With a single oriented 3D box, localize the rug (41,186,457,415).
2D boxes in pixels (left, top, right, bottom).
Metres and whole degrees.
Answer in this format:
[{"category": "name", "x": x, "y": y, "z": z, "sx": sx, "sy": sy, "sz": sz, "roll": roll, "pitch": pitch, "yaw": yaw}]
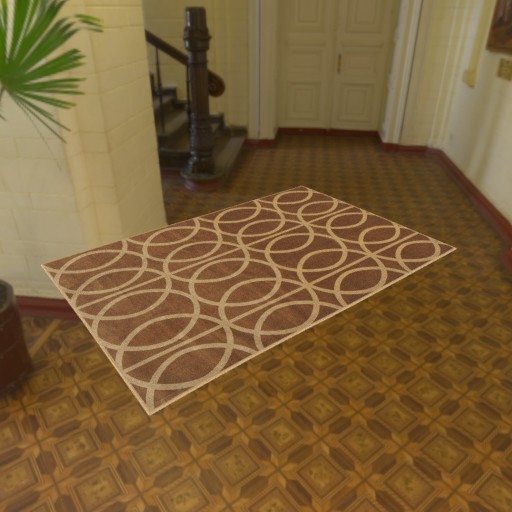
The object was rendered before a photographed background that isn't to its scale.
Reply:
[{"category": "rug", "x": 0.000, "y": 0.000, "z": 2.917, "sx": 2.294, "sy": 0.014, "sz": 1.528, "roll": -21, "pitch": 36, "yaw": -33}]
